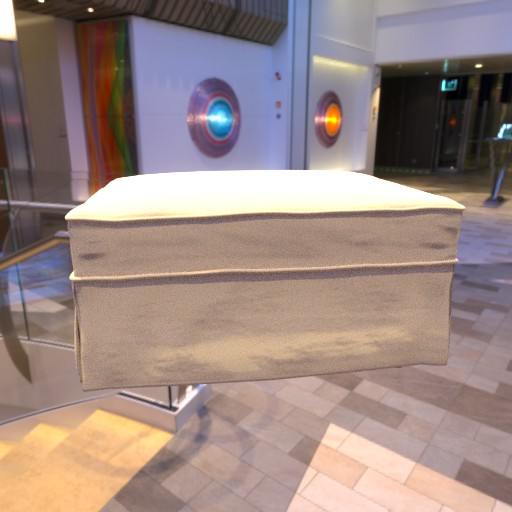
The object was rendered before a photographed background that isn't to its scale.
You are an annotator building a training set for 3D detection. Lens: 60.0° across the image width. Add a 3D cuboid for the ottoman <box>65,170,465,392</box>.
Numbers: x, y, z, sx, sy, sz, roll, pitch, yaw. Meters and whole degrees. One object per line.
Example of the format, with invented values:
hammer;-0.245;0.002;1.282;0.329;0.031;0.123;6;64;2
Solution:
ottoman;0.000;0.000;1.327;0.944;0.479;0.703;-2;17;-8
